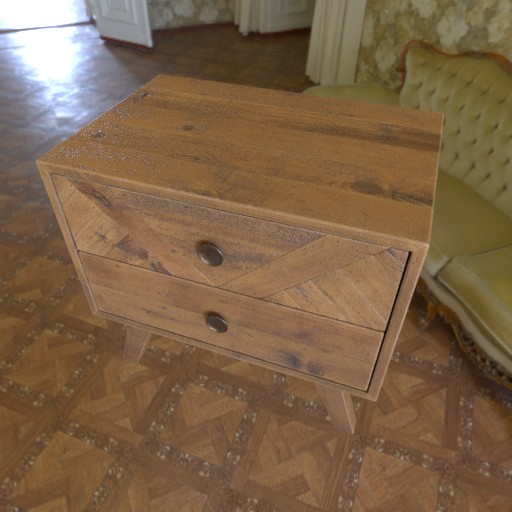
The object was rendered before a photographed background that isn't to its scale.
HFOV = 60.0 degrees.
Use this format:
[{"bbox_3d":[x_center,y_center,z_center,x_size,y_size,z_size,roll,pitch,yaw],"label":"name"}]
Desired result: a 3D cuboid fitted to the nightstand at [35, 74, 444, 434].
[{"bbox_3d":[0.000,0.000,1.025,0.650,0.599,0.450,14,44,15],"label":"nightstand"}]
